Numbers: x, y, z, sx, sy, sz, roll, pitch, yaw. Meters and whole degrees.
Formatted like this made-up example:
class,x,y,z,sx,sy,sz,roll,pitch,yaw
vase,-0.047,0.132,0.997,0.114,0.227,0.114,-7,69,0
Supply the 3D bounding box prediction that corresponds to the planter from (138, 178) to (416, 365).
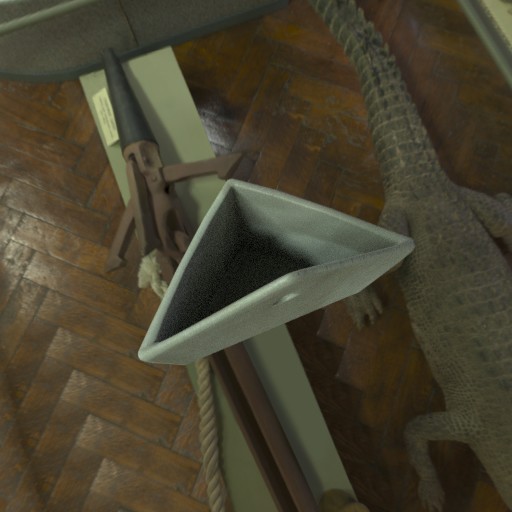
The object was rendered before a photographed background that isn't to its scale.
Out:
class,x,y,z,sx,sy,sz,roll,pitch,yaw
planter,0.000,0.000,0.282,0.163,0.194,0.080,-22,77,-5
